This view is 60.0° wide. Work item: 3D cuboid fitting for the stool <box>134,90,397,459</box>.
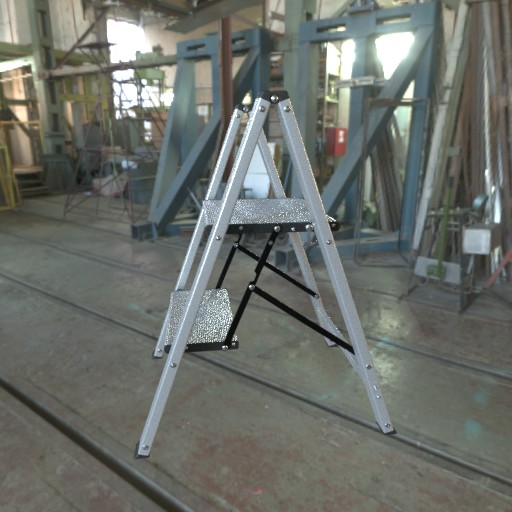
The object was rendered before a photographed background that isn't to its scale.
[{"bbox_3d":[0.000,0.000,1.003,0.535,0.670,0.440,-2,16,-8],"label":"stool"}]
